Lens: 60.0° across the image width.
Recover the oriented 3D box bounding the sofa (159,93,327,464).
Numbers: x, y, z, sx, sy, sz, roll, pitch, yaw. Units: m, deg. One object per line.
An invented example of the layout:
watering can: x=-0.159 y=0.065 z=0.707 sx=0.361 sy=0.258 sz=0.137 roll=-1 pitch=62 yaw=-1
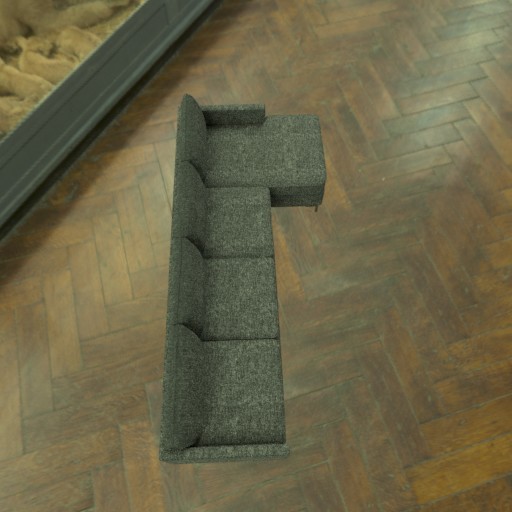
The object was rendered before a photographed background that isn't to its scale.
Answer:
sofa: x=0.000 y=0.000 z=4.067 sx=1.488 sy=0.970 sz=3.384 roll=-2 pitch=63 yaw=-1
